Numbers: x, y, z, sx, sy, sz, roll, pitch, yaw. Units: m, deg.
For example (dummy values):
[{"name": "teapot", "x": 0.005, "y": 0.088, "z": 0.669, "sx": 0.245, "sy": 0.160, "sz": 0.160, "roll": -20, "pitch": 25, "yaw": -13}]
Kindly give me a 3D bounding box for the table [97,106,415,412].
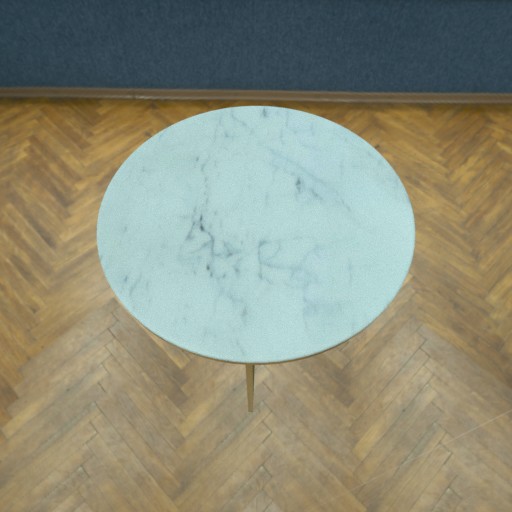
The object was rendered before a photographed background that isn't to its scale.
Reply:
[{"name": "table", "x": 0.000, "y": 0.000, "z": 1.318, "sx": 0.800, "sy": 0.450, "sz": 0.800, "roll": 0, "pitch": 58, "yaw": 0}]
